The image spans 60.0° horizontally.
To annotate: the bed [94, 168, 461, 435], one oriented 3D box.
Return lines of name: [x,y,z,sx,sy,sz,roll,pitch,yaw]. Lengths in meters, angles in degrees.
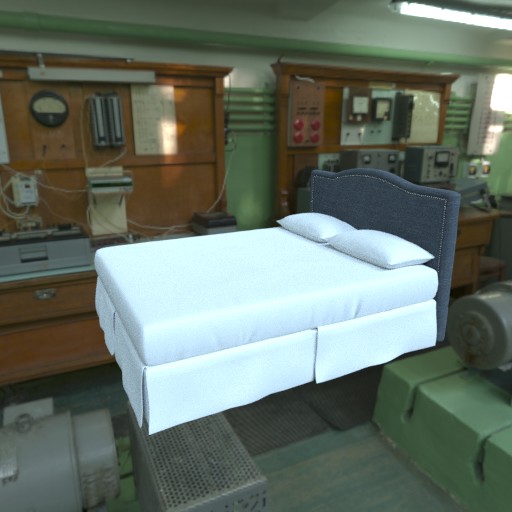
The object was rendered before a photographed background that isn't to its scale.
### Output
bed: [0.000,0.000,4.046,2.689,1.457,2.161,-8,18,-26]
